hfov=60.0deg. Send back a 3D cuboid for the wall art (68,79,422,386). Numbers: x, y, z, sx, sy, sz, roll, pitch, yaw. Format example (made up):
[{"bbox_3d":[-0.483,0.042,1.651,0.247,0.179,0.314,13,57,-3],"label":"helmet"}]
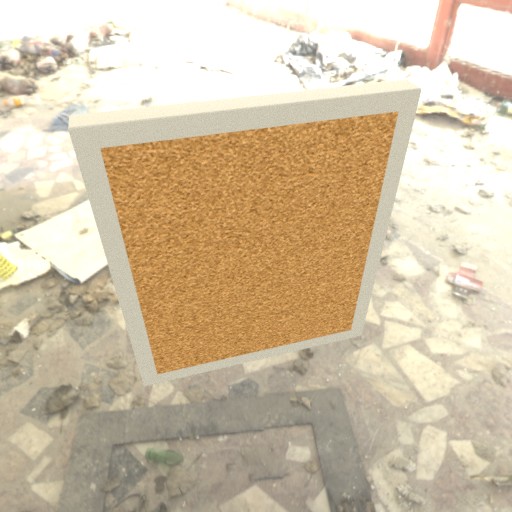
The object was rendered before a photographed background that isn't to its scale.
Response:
[{"bbox_3d":[0.000,0.000,0.535,0.331,0.381,0.028,-10,42,-12],"label":"wall art"}]
